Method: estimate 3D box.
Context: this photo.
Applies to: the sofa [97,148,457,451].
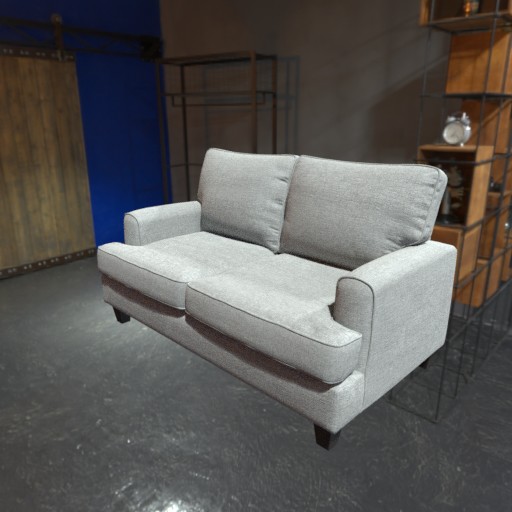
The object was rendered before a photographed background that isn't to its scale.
[{"bbox_3d":[0.000,0.000,2.235,1.651,0.965,0.965,16,24,42],"label":"sofa"}]
